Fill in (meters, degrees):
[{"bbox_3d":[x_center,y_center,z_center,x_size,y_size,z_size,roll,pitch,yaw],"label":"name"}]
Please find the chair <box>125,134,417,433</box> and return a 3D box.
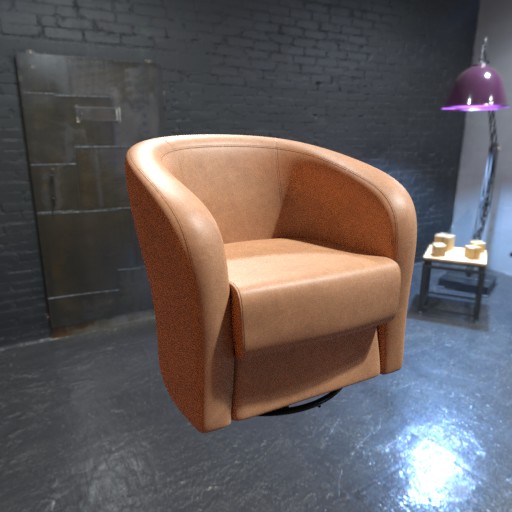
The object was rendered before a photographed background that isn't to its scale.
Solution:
[{"bbox_3d":[0.000,0.000,1.460,0.791,0.771,0.815,-8,17,-27],"label":"chair"}]
